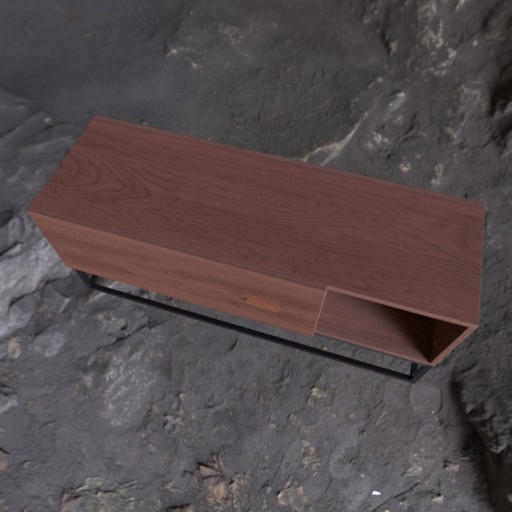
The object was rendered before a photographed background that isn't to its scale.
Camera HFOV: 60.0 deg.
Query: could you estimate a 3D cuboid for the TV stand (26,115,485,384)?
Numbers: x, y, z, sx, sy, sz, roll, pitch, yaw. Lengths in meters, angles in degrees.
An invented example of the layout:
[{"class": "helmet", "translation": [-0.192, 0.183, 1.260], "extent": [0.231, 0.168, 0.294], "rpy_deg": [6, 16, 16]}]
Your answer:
[{"class": "TV stand", "translation": [0.000, 0.000, 1.430], "extent": [1.200, 0.500, 0.415], "rpy_deg": [15, 60, 9]}]
